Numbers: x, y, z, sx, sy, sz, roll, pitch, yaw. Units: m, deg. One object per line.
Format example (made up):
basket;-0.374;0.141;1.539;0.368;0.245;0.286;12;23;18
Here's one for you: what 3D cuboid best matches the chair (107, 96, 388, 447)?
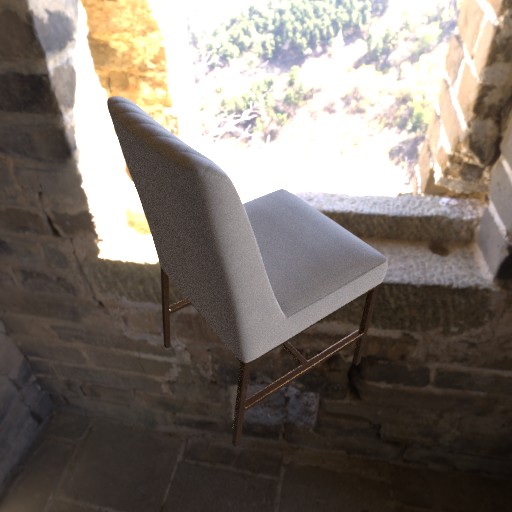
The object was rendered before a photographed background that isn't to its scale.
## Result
chair;0.000;0.000;1.290;0.597;0.933;0.503;-24;45;-27
